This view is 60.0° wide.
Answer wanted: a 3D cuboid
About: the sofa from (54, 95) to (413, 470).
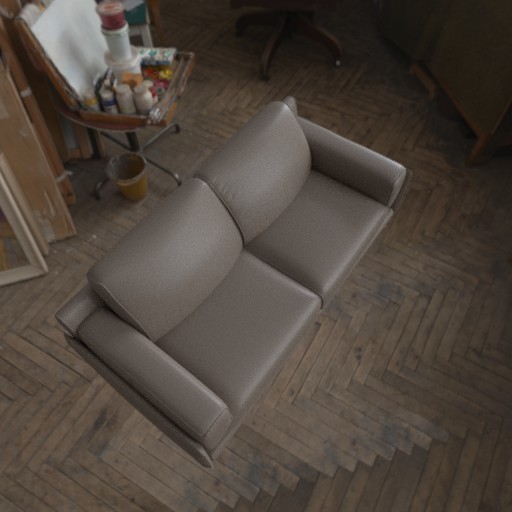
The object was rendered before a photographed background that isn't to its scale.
[{"bbox_3d":[0.000,0.000,2.614,1.049,0.930,2.101,32,63,18],"label":"sofa"}]
